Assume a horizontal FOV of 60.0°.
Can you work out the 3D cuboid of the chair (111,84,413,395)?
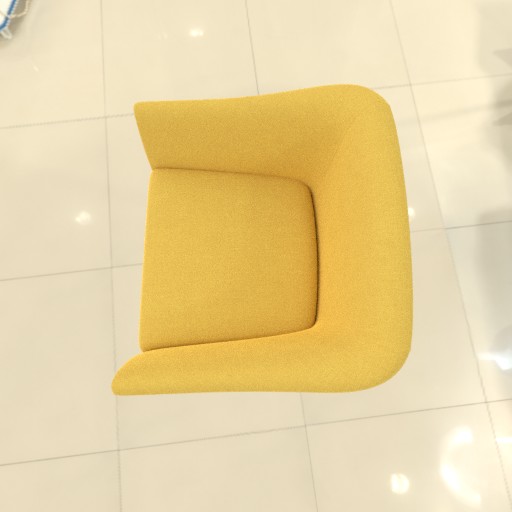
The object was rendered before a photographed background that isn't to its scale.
[{"bbox_3d":[0.000,0.000,1.345,0.700,0.720,0.790,0,75,0],"label":"chair"}]
